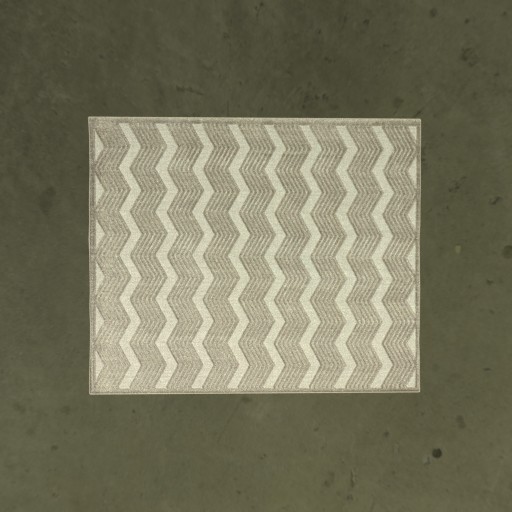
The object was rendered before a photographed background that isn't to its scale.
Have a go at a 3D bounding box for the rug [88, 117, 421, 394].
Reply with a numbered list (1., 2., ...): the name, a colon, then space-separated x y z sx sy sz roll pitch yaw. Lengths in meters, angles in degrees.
1. rug: 0.000 0.000 3.848 2.880 0.005 2.391 0 91 -1
